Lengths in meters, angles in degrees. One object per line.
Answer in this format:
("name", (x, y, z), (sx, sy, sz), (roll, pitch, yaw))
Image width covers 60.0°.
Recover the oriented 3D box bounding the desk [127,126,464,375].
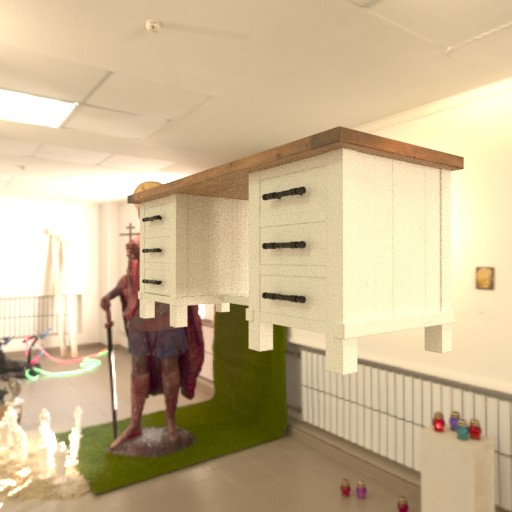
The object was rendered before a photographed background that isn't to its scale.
("desk", (0.000, 0.000, 2.249), (0.688, 0.760, 1.803), (0, 0, -36))
